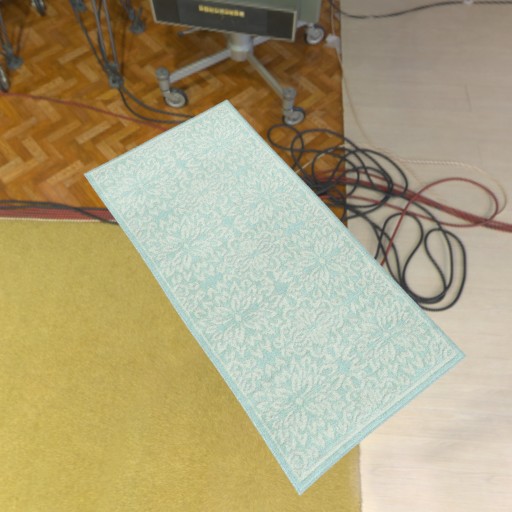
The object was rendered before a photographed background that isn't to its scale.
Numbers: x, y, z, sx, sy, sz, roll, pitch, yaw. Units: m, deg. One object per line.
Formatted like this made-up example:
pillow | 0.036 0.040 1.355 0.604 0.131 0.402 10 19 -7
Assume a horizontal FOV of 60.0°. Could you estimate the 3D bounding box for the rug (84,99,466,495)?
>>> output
rug | 0.000 0.000 1.404 0.604 0.007 1.219 -33 68 -15
